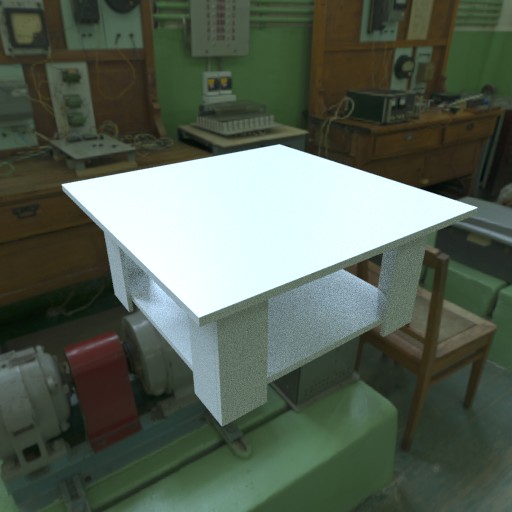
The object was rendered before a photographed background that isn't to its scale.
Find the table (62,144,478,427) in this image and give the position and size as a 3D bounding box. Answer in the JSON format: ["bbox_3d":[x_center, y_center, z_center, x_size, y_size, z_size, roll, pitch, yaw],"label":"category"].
[{"bbox_3d":[0.000,0.000,1.072,0.670,0.305,0.670,-19,33,-31],"label":"table"}]
